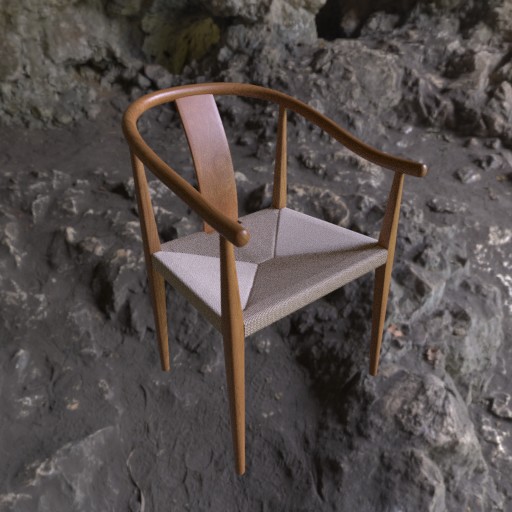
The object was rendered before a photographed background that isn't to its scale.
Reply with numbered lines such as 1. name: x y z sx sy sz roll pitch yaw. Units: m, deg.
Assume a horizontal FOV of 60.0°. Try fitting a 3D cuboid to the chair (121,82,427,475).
1. chair: 0.000 0.000 1.188 0.556 0.800 0.579 -22 37 -33
